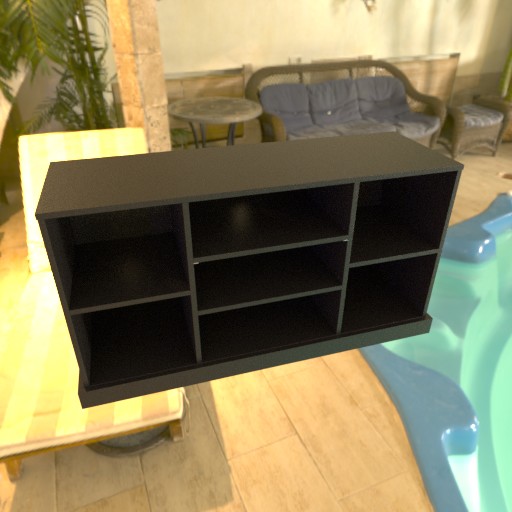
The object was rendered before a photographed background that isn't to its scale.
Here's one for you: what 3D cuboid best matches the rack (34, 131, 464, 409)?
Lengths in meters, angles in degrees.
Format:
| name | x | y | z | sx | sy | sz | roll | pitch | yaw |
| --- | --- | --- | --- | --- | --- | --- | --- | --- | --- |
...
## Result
| name | x | y | z | sx | sy | sz | roll | pitch | yaw |
| --- | --- | --- | --- | --- | --- | --- | --- | --- | --- |
| rack | 0.000 | 0.000 | 1.477 | 1.206 | 0.635 | 0.399 | -9 | 32 | -14 |
